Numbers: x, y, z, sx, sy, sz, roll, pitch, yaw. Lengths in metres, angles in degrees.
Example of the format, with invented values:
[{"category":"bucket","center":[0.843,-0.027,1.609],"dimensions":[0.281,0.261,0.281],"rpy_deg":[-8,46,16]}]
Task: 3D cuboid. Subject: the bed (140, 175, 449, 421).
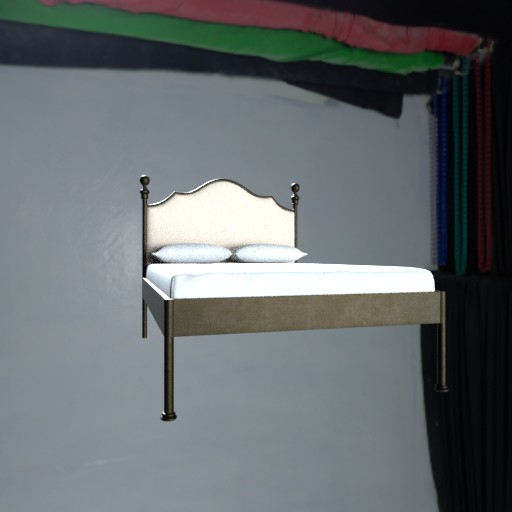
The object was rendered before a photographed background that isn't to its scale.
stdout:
[{"category":"bed","center":[0.000,0.000,3.177],"dimensions":[1.533,1.462,2.170],"rpy_deg":[0,0,-17]}]
